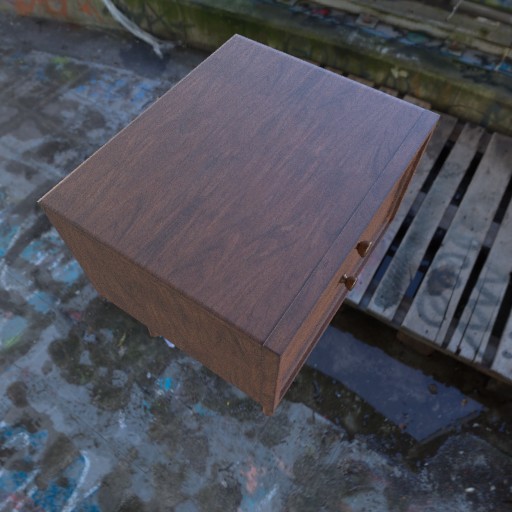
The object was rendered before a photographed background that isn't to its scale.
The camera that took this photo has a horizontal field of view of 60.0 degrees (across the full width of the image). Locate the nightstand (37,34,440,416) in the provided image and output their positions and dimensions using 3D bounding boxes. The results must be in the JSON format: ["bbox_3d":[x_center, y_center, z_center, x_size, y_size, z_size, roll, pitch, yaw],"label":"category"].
[{"bbox_3d":[0.000,0.000,0.972,0.445,0.607,0.521,30,63,17],"label":"nightstand"}]
